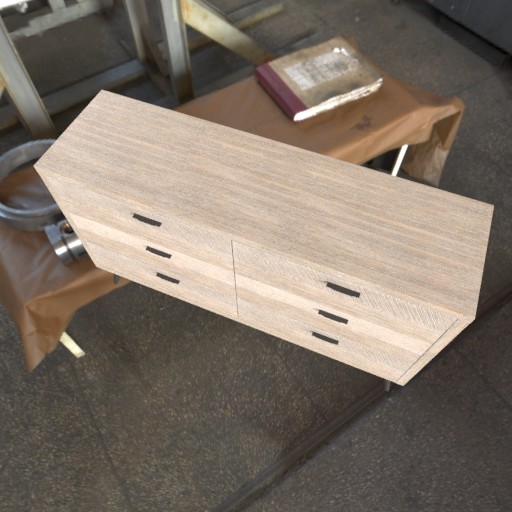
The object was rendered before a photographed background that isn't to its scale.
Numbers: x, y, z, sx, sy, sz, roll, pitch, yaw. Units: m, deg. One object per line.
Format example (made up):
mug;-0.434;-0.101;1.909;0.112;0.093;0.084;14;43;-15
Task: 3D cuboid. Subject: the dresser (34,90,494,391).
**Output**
dresser;0.000;0.000;1.906;1.524;0.914;0.457;19;61;11
